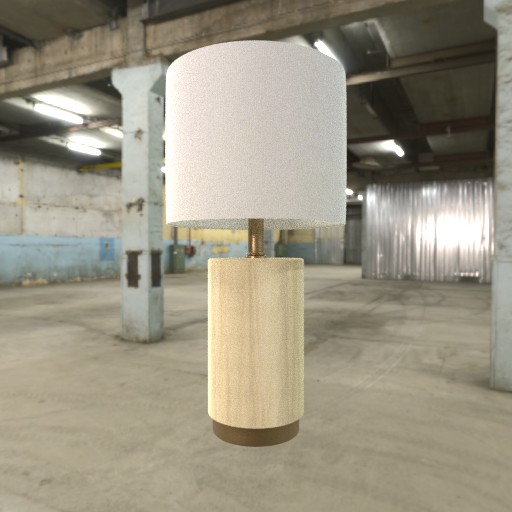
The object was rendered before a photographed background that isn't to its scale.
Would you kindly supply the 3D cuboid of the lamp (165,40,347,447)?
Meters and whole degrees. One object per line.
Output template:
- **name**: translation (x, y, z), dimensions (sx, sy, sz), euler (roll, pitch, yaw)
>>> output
- **lamp**: translation (0.000, 0.000, 0.570), dimensions (0.228, 0.444, 0.228), euler (0, 0, -35)
